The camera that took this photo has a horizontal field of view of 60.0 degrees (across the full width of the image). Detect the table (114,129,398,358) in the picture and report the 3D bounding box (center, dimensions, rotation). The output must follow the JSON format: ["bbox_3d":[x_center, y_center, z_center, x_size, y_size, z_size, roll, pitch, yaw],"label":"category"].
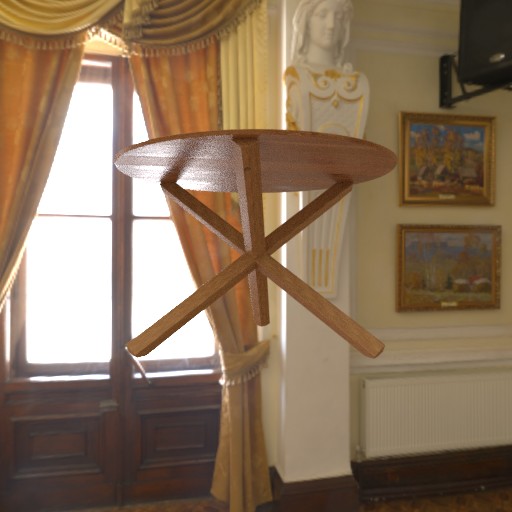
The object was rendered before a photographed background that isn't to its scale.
[{"bbox_3d":[0.000,0.000,1.695,1.038,0.666,1.038,0,-1,0],"label":"table"}]
